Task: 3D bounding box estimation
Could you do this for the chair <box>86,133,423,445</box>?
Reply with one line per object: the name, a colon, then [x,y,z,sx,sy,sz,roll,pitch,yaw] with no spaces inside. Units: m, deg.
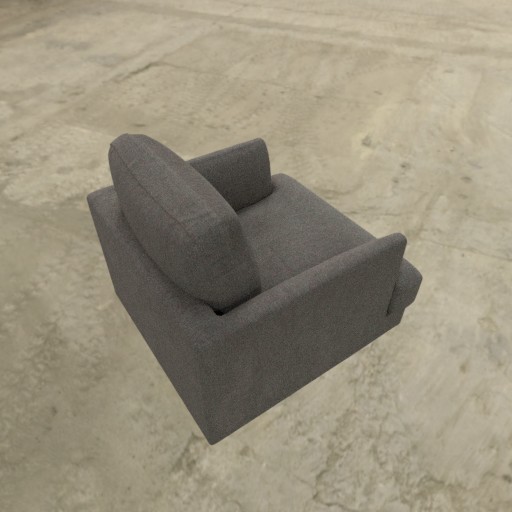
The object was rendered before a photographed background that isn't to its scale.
chair: [0.000,0.000,1.637,0.899,0.957,0.858,-25,48,-25]
